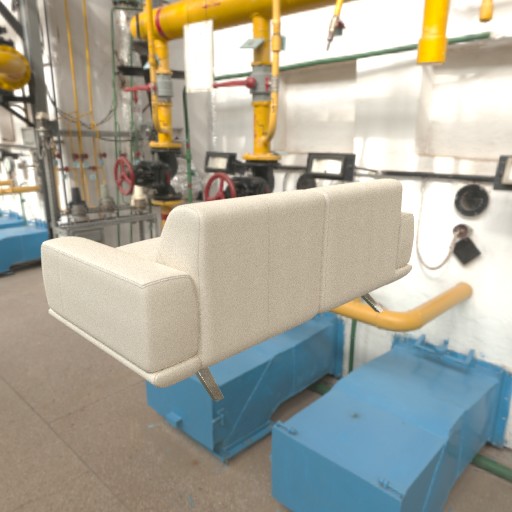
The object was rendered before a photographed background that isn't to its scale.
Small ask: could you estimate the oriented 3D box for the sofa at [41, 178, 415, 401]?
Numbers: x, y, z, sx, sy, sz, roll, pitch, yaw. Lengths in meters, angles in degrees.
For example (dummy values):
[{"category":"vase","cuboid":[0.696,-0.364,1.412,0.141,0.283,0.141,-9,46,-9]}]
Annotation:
[{"category":"sofa","cuboid":[0.000,0.000,2.361,0.900,0.772,1.901,14,21,42]}]
